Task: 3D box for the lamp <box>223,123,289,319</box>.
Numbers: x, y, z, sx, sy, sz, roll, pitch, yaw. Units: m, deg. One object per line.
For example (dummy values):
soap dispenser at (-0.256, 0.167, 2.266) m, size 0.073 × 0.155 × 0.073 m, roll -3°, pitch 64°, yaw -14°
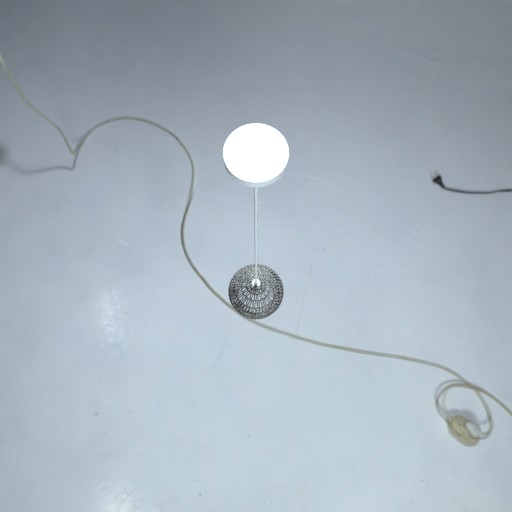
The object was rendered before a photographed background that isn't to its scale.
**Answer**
lamp at (0.000, 0.000, 2.042) m, size 0.355 × 1.919 × 0.355 m, roll 13°, pitch 75°, yaw 4°
